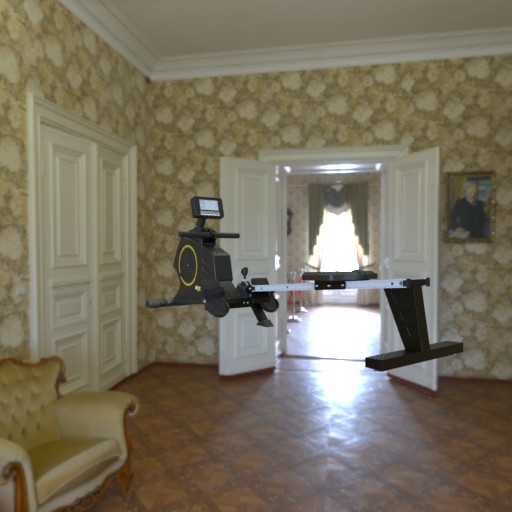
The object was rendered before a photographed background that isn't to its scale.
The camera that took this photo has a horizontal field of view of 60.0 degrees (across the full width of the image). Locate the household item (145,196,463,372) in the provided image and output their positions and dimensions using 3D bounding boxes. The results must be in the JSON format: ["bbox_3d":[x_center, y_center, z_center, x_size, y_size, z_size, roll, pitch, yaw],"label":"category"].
[{"bbox_3d":[0.000,0.000,2.611,0.521,0.810,2.251,0,1,-35],"label":"household item"}]
